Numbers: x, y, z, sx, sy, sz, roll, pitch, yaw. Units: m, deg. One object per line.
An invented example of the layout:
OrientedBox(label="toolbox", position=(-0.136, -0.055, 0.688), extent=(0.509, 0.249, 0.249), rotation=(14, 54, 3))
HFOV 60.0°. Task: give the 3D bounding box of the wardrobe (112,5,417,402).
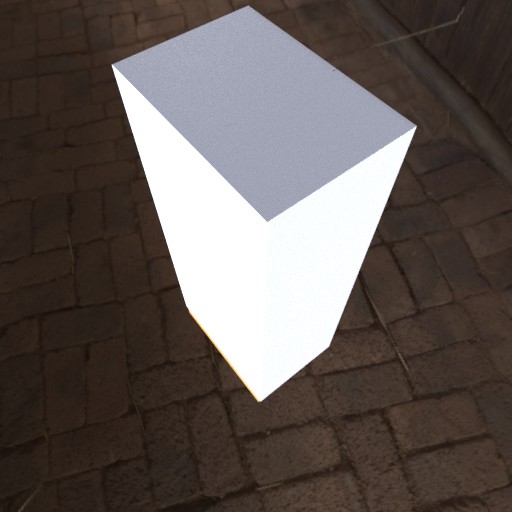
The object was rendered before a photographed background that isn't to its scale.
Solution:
OrientedBox(label="wardrobe", position=(0.000, 0.000, 2.330), extent=(0.600, 2.040, 0.860), rotation=(-34, 64, -19))
